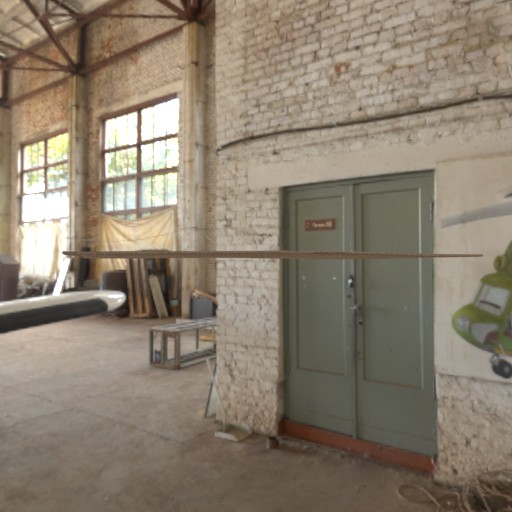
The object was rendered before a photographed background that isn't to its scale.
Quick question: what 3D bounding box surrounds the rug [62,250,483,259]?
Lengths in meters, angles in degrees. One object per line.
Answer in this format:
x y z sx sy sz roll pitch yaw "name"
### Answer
0.000 0.000 3.773 2.869 0.038 2.032 0 -1 -18 "rug"
